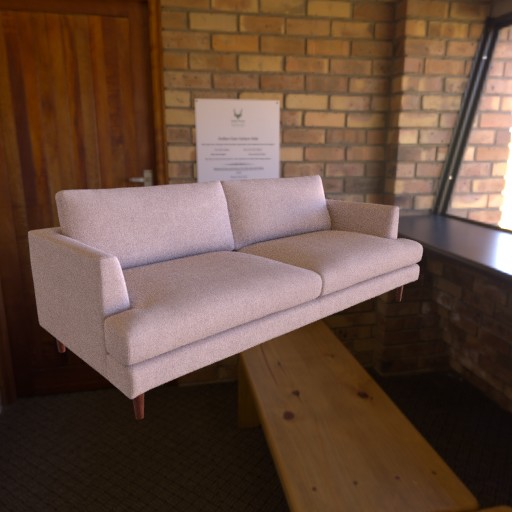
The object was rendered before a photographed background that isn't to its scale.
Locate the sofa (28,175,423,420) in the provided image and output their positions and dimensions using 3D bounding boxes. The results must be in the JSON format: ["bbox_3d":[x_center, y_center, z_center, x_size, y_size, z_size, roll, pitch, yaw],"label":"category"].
[{"bbox_3d":[0.000,0.000,2.674,2.250,0.868,1.020,-13,19,-42],"label":"sofa"}]
